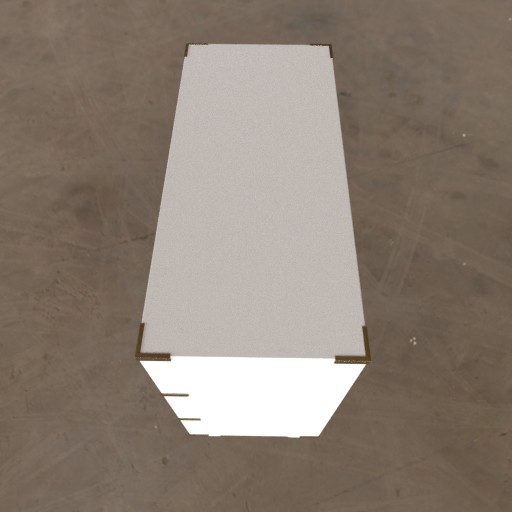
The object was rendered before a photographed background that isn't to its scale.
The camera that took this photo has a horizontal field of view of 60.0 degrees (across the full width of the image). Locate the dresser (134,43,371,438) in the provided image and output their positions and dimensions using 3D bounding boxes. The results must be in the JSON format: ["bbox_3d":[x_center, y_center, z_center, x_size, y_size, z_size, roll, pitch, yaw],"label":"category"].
[{"bbox_3d":[0.000,0.000,1.504,0.460,0.891,1.022,1,58,0],"label":"dresser"}]
